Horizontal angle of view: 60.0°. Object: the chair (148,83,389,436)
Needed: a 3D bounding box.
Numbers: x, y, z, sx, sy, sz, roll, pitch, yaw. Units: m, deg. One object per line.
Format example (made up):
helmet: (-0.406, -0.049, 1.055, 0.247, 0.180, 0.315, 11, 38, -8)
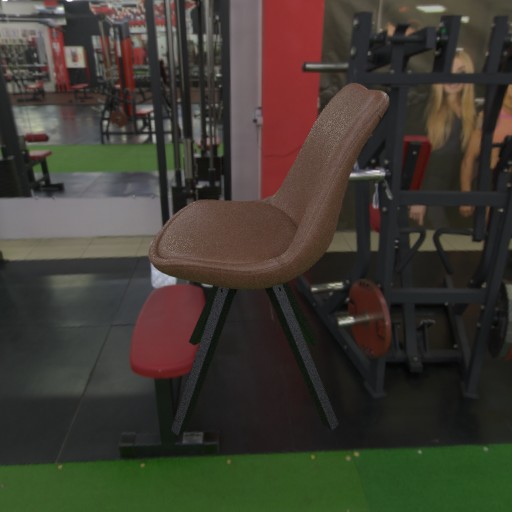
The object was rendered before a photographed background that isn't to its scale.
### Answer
chair: (0.000, 0.000, 1.188, 0.550, 0.850, 0.475, 0, 25, -1)
